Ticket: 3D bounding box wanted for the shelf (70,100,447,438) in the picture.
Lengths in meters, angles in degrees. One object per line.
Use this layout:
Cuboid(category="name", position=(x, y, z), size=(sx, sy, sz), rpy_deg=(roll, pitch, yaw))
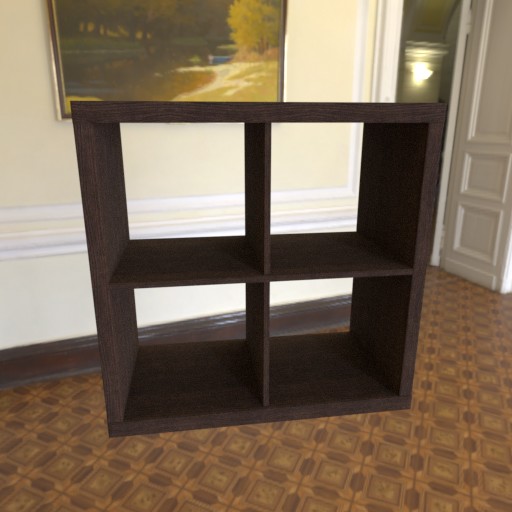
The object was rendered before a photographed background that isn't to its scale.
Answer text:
Cuboid(category="shelf", position=(0.000, 0.000, 1.218), size=(0.790, 0.786, 0.390), rpy_deg=(-2, 17, -8))
